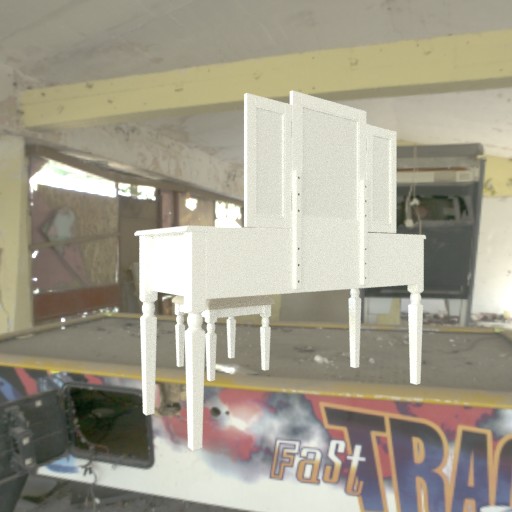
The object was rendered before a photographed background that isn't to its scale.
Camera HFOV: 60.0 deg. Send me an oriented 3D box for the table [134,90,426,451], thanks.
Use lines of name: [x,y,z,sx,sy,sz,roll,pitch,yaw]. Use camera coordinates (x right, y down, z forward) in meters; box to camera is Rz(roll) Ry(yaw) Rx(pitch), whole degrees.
table: [0.000,0.000,2.312,1.369,1.310,1.115,0,1,-36]
